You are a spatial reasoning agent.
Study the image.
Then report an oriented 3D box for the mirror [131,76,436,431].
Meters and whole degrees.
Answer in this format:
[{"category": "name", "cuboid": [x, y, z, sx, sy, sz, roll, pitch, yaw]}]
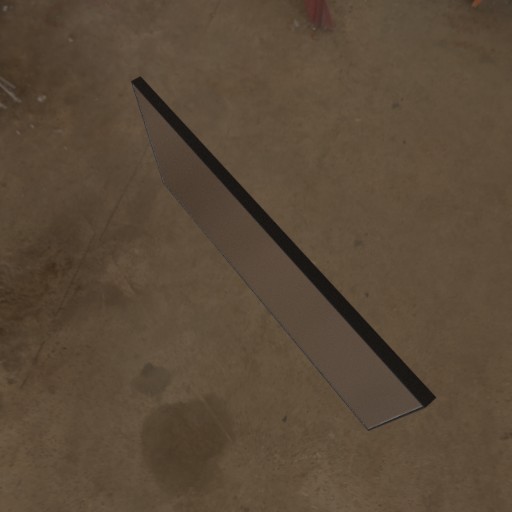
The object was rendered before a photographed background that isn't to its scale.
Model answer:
[{"category": "mirror", "cuboid": [0.000, 0.000, 1.815, 0.047, 0.692, 1.584, -35, 69, -16]}]
